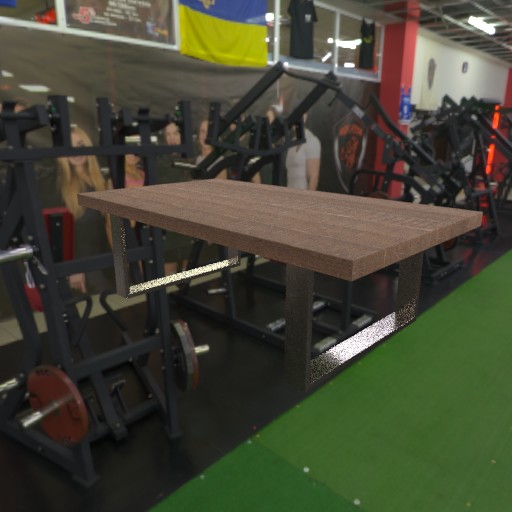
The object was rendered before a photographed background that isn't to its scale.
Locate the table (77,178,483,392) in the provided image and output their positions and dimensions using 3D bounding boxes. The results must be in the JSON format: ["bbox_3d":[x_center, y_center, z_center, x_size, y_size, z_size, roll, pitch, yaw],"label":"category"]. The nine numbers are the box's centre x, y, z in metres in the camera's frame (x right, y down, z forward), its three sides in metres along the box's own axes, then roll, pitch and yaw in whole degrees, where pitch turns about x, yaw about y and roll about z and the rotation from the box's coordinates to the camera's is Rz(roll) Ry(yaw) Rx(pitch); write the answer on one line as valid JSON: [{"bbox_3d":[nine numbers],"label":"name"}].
[{"bbox_3d":[0.000,0.000,1.783,1.400,0.440,0.800,16,23,43],"label":"table"}]
